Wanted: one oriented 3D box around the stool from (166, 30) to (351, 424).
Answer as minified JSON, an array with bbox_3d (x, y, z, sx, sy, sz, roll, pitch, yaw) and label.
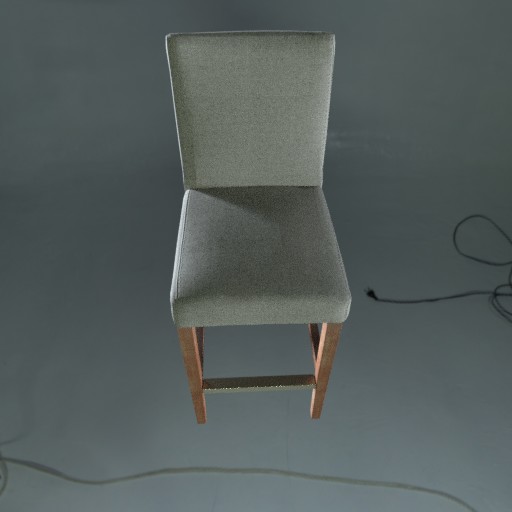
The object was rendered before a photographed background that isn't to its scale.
[{"bbox_3d":[0.000,0.000,1.320,0.439,1.088,0.570,-2,47,-2],"label":"stool"}]
